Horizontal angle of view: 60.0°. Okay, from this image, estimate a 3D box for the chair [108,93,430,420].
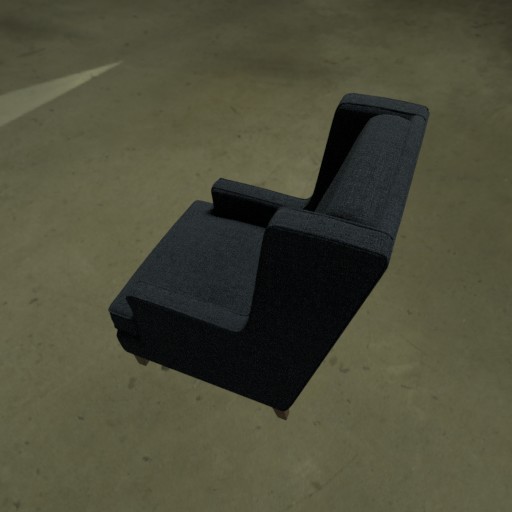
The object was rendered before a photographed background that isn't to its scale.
[{"bbox_3d":[0.000,0.000,1.717,0.947,1.072,0.764,16,48,15],"label":"chair"}]
